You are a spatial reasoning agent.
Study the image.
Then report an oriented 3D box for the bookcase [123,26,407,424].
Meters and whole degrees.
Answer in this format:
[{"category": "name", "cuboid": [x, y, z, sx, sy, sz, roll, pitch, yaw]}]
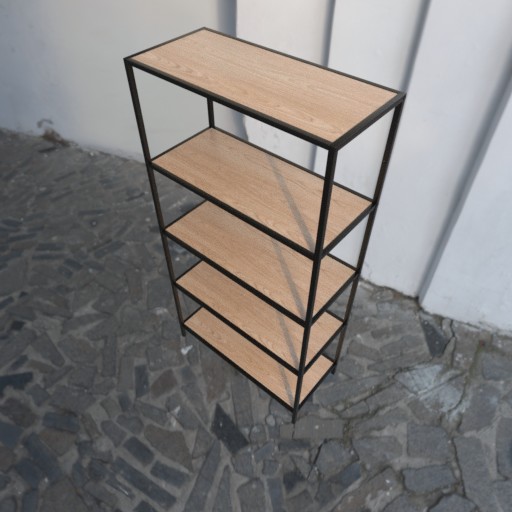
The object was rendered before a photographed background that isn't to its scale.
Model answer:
[{"category": "bookcase", "cuboid": [0.000, 0.000, 1.811, 0.770, 1.500, 0.350, 31, 54, 27]}]
